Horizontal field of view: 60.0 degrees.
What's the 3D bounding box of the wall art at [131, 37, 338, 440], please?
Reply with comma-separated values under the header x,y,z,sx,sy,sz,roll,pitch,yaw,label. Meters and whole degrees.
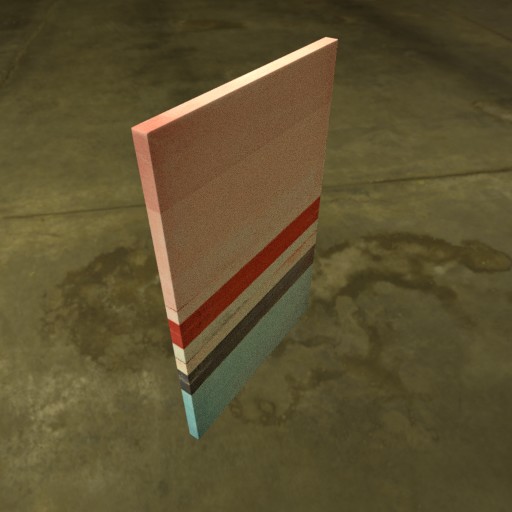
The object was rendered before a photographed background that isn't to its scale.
x,y,z,sx,sy,sz,roll,pitch,yaw,label
0.000,0.000,1.144,0.038,0.914,0.610,25,46,26,wall art
